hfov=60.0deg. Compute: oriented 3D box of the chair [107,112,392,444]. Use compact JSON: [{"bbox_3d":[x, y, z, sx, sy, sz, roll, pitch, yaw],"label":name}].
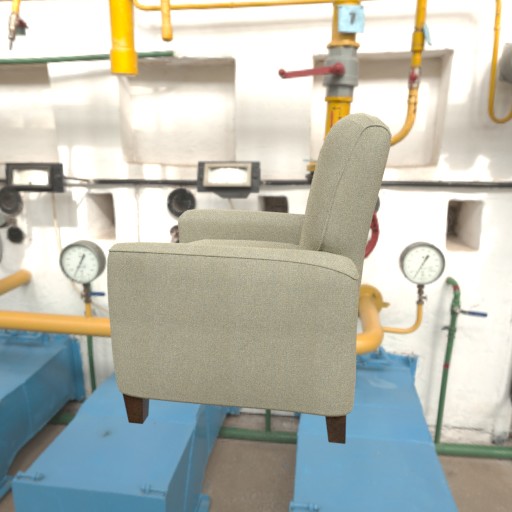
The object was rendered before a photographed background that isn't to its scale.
[{"bbox_3d":[0.000,0.000,1.673,0.853,1.006,0.850,2,14,9],"label":"chair"}]
